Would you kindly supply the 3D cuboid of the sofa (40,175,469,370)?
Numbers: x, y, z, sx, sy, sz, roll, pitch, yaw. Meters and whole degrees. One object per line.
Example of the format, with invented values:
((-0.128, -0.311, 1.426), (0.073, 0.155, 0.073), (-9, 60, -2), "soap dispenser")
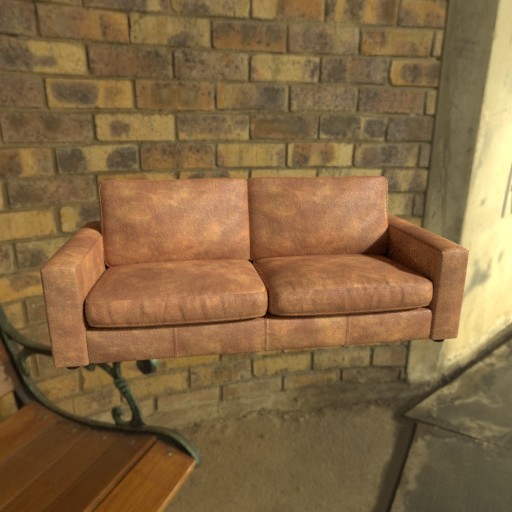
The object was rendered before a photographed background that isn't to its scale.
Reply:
((0.000, 0.000, 2.680), (2.179, 0.873, 1.016), (-2, 17, -8), "sofa")
